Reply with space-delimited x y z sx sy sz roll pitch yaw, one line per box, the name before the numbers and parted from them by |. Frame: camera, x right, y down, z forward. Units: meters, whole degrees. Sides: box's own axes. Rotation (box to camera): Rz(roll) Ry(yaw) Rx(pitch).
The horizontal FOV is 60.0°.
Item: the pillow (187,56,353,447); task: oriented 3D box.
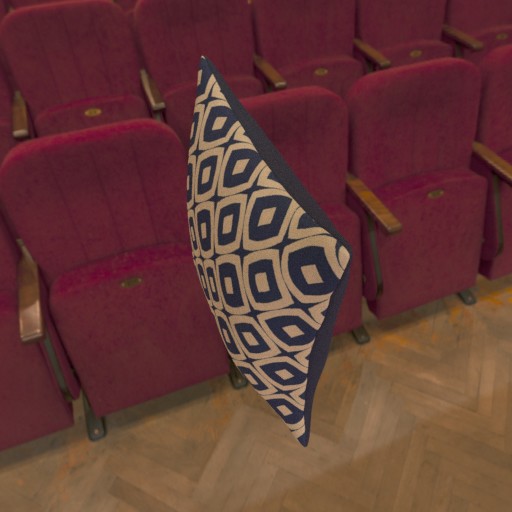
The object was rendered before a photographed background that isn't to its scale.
pillow | 0.000 0.000 0.762 0.188 0.494 0.504 -15 48 -14
